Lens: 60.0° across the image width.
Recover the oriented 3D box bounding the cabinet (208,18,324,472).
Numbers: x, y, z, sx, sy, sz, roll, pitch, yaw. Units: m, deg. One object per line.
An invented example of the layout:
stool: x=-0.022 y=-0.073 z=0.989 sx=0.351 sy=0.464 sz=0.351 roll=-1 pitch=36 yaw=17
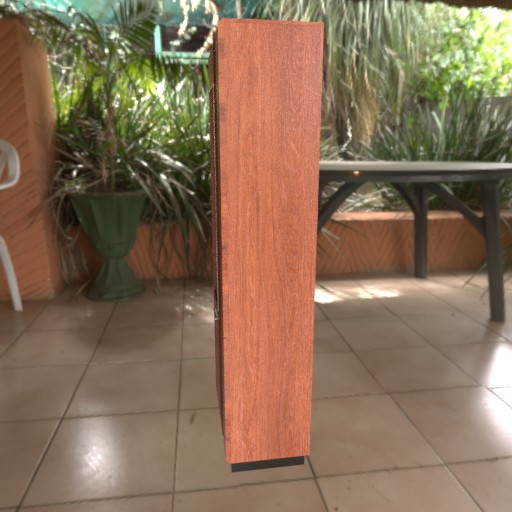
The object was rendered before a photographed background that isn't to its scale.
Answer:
cabinet: x=0.000 y=0.000 z=2.211 sx=0.420 sy=1.980 sz=0.660 roll=-2 pitch=14 yaw=-9
